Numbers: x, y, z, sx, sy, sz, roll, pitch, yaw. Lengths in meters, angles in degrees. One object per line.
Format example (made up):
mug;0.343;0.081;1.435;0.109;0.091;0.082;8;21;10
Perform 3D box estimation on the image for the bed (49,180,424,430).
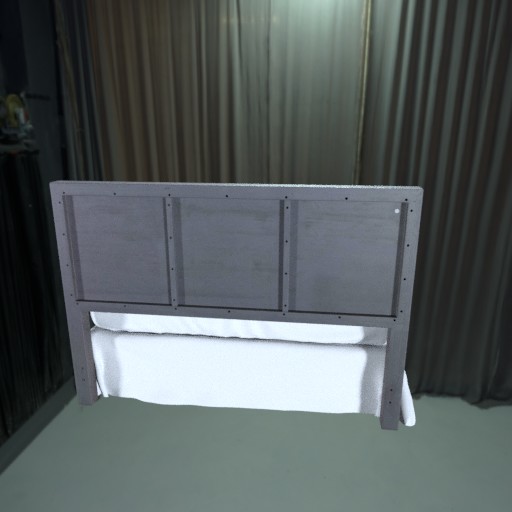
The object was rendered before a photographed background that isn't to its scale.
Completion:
bed;0.000;0.000;2.879;1.772;1.142;1.785;2;17;7
